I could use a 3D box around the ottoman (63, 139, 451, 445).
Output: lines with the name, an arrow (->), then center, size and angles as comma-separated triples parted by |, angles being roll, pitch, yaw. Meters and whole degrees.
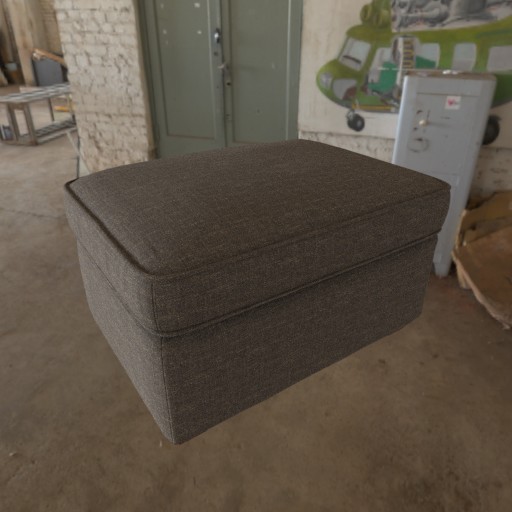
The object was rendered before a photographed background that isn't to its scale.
ottoman -> 0.000, 0.000, 1.081 | 0.749, 0.450, 0.549 | -18, 33, -30
